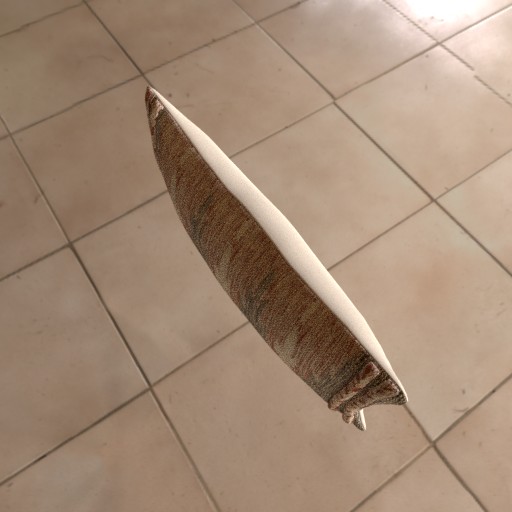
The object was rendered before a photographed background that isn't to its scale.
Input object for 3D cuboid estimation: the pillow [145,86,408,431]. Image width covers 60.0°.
[{"bbox_3d":[0.000,0.000,0.739,0.139,0.282,0.635,-33,68,-15],"label":"pillow"}]
